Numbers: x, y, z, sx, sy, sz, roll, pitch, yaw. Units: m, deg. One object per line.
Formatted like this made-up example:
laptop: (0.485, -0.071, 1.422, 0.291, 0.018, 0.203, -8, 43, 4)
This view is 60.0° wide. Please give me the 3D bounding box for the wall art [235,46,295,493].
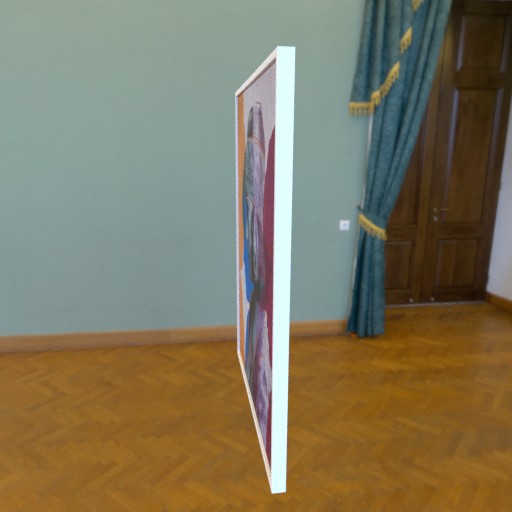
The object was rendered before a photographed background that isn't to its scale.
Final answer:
wall art: (0.000, 0.000, 1.386, 0.039, 1.050, 0.795, -2, 14, -8)
